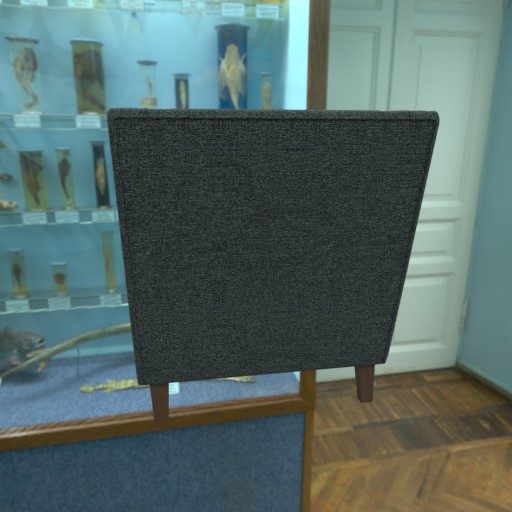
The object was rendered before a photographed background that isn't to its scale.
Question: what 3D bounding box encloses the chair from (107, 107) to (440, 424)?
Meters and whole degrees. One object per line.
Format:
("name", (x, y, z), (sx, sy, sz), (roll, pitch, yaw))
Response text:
("chair", (0.000, 0.000, 1.775), (0.942, 1.082, 0.927), (-3, 16, -9))
